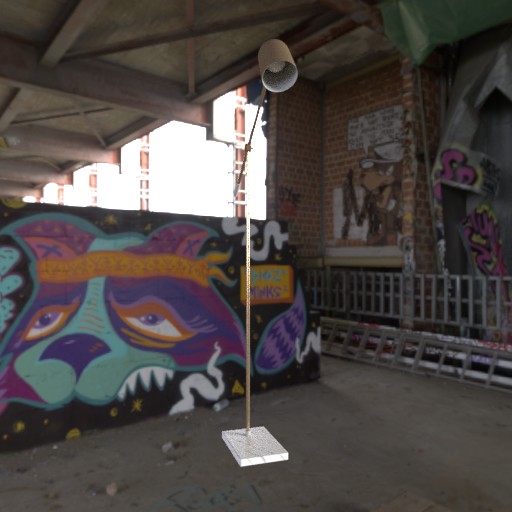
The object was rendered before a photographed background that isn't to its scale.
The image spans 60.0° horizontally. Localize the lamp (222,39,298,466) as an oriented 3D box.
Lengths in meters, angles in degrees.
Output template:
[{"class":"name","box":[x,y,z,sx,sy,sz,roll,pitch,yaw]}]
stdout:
[{"class":"lamp","box":[0.000,0.000,1.817,0.194,1.594,0.653,0,-1,-18]}]
